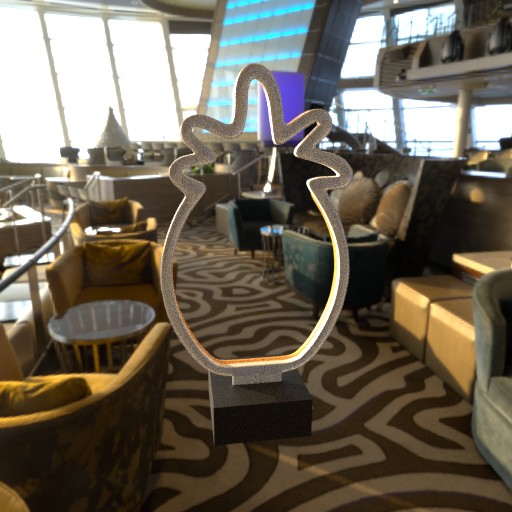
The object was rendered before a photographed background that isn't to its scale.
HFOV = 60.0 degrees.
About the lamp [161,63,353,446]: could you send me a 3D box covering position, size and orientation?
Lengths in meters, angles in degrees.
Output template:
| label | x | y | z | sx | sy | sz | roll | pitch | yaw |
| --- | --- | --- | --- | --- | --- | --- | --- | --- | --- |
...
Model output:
| label | x | y | z | sx | sy | sz | roll | pitch | yaw |
| --- | --- | --- | --- | --- | --- | --- | --- | --- | --- |
| lamp | 0.000 | 0.000 | 0.397 | 0.167 | 0.317 | 0.088 | -2 | 15 | -9 |
